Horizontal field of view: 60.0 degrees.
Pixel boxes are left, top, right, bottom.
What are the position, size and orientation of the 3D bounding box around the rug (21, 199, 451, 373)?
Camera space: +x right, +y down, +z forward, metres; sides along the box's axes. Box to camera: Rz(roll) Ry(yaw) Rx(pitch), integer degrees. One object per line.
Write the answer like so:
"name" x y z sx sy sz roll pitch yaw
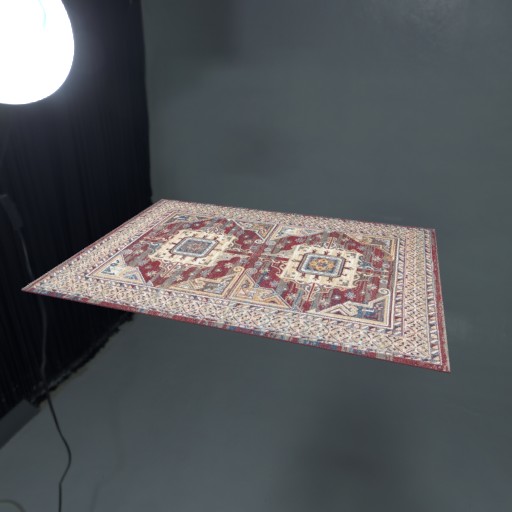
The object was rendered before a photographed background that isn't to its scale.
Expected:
"rug" 0.000 0.000 2.828 2.210 0.011 1.599 8 27 16
